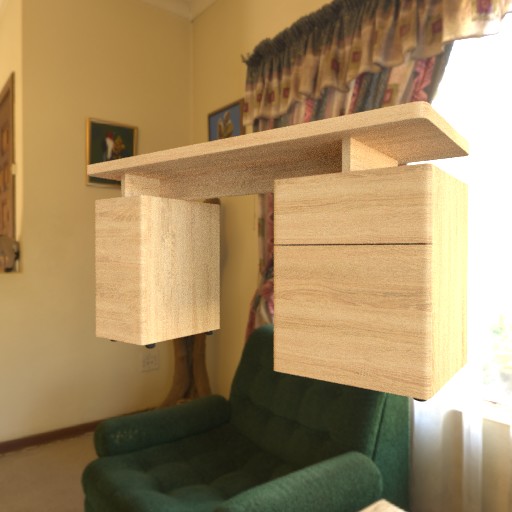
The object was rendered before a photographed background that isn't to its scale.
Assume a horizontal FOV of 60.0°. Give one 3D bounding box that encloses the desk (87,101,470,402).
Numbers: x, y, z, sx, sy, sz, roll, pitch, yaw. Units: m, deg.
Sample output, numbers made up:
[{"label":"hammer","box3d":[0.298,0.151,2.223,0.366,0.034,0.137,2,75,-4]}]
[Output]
[{"label":"desk","box3d":[0.000,0.000,1.693,1.400,0.760,0.550,1,1,36]}]
